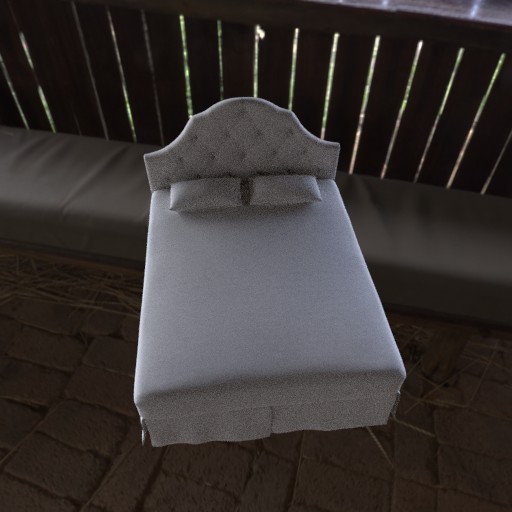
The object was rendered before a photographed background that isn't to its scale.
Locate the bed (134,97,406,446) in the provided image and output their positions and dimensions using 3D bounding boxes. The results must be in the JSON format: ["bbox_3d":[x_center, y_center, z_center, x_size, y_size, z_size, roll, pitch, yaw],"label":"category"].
[{"bbox_3d":[0.000,0.000,3.773,2.039,1.617,2.477,-4,47,-4],"label":"bed"}]
